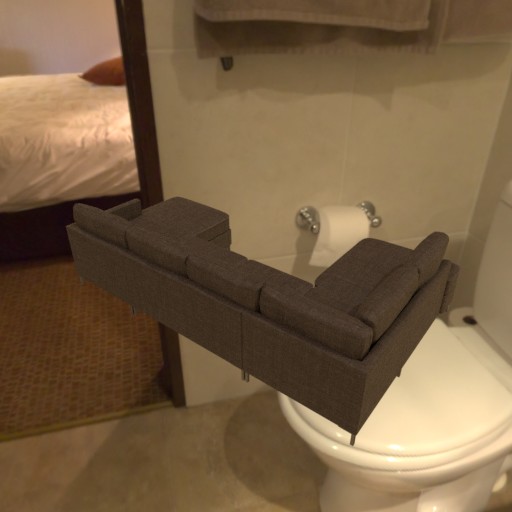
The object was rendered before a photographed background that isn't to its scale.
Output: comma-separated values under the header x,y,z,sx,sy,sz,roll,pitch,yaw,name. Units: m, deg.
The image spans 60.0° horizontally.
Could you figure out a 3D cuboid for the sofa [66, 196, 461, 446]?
x,y,z,sx,sy,sz,roll,pitch,yaw,name
0.000,0.000,4.462,3.423,0.999,2.048,22,37,32,sofa
